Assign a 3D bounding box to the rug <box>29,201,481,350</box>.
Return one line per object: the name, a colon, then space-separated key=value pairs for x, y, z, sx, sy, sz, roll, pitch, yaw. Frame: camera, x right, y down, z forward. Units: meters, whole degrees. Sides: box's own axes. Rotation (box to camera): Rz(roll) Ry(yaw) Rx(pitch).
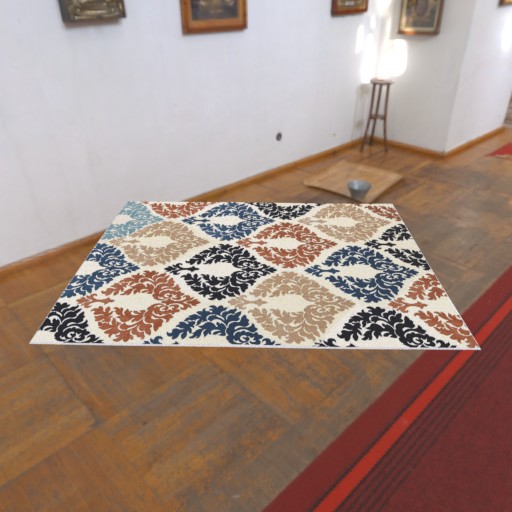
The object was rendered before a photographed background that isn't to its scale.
rug: x=0.000 y=0.000 z=4.010 sx=3.040 sy=0.014 sz=2.423 roll=1 pitch=30 yaw=1
